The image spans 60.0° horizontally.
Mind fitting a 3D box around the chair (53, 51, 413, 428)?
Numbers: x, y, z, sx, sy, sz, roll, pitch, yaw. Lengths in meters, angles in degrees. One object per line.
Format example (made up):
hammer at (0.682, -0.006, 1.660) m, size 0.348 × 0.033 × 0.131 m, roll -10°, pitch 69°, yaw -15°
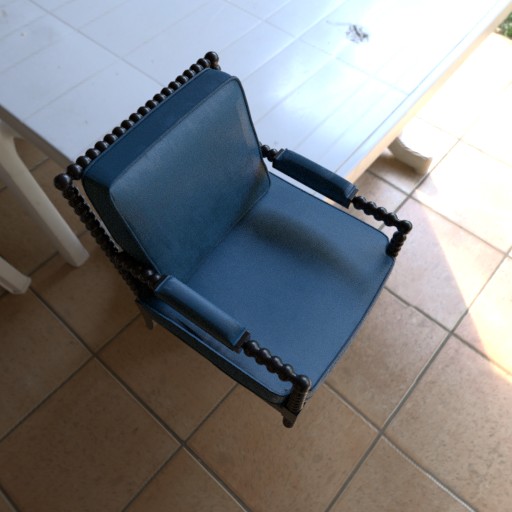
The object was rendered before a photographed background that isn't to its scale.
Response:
chair at (0.000, 0.000, 1.458) m, size 0.805 × 0.857 × 0.688 m, roll 32°, pitch 64°, yaw 17°
